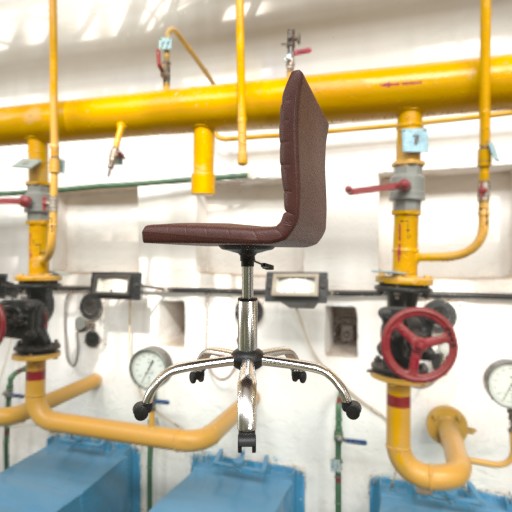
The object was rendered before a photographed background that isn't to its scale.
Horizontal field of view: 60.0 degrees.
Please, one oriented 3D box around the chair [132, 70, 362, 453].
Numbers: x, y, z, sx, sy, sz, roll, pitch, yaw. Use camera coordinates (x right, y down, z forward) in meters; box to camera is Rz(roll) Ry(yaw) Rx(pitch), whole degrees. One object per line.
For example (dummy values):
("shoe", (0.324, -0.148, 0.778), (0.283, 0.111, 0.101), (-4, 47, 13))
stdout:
("chair", (0.000, 0.000, 1.143), (0.530, 0.780, 0.556), (0, 0, 18))
